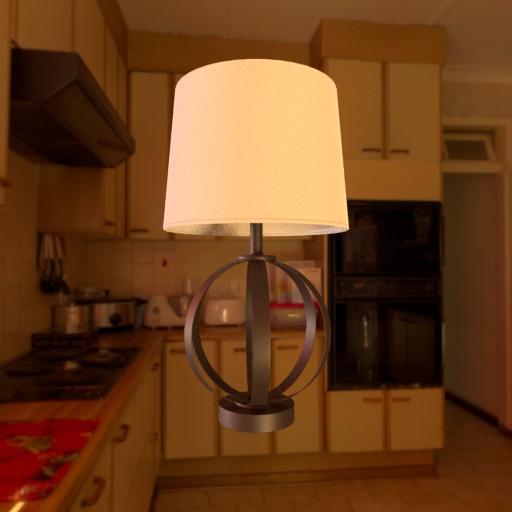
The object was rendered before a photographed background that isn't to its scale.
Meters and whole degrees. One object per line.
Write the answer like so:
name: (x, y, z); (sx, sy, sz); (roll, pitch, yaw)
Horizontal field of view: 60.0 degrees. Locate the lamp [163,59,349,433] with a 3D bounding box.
lamp: (0.000, 0.000, 0.699); (0.286, 0.510, 0.286); (0, -1, 0)
